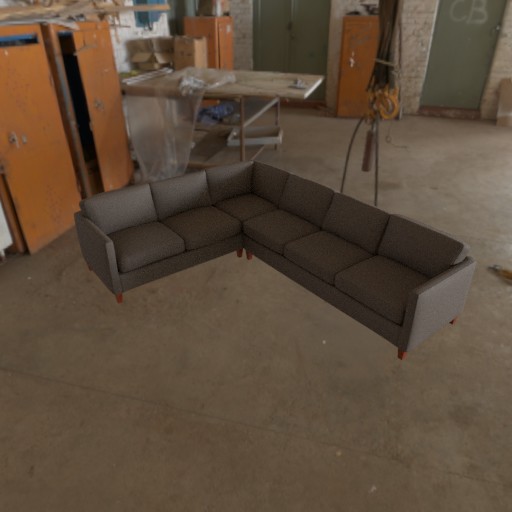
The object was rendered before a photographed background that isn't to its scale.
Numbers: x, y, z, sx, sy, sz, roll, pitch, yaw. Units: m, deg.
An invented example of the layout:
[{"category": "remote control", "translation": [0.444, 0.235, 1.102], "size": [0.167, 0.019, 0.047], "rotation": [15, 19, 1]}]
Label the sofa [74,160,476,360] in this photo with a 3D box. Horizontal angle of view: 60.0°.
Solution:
[{"category": "sofa", "translation": [0.000, 0.000, 4.531], "size": [2.593, 0.947, 3.302], "rotation": [-21, 36, -32]}]
